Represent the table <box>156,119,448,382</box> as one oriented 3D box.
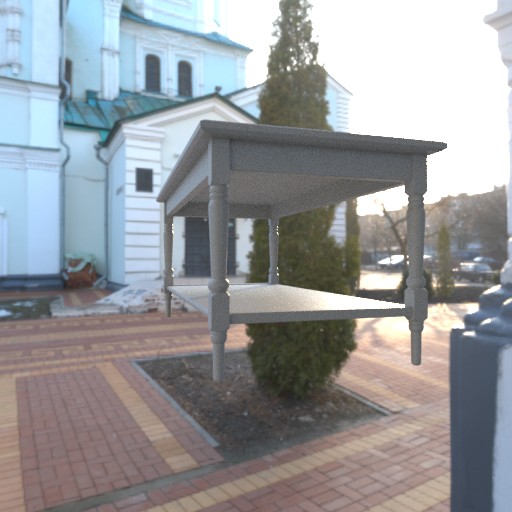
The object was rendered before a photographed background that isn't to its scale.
[{"bbox_3d":[0.000,0.000,1.429,0.551,0.506,1.109,0,0,-17],"label":"table"}]
